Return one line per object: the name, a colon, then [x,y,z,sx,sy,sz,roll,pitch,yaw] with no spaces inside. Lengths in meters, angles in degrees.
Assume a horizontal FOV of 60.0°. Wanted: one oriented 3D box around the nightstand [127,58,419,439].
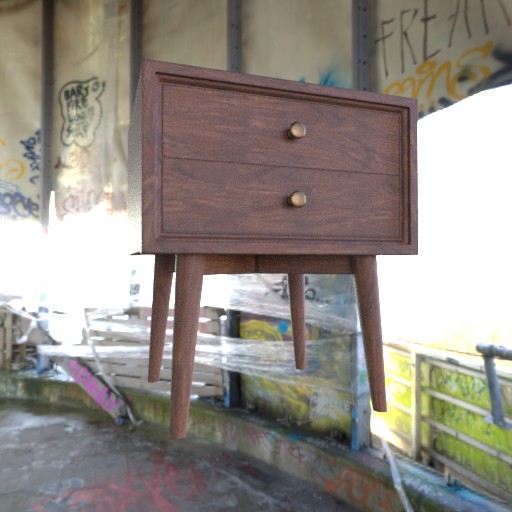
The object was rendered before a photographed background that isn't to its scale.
nightstand: [0.000,0.000,0.969,0.521,0.607,0.445,0,-1,-19]
